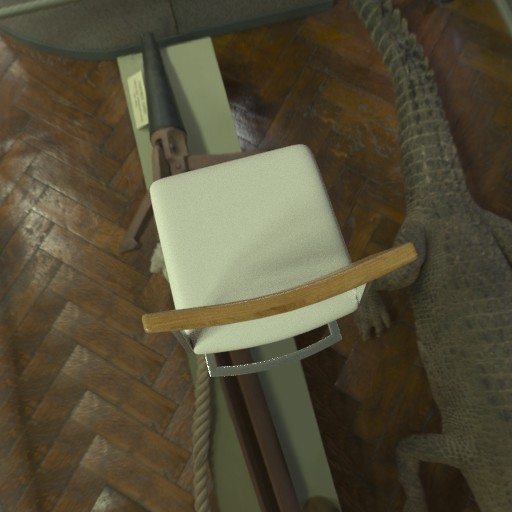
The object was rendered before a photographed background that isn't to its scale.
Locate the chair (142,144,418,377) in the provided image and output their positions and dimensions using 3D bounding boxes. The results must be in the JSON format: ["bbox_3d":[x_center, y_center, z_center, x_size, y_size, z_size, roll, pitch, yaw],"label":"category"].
[{"bbox_3d":[0.000,0.000,1.166,0.467,0.844,0.585,-15,76,-4],"label":"chair"}]
